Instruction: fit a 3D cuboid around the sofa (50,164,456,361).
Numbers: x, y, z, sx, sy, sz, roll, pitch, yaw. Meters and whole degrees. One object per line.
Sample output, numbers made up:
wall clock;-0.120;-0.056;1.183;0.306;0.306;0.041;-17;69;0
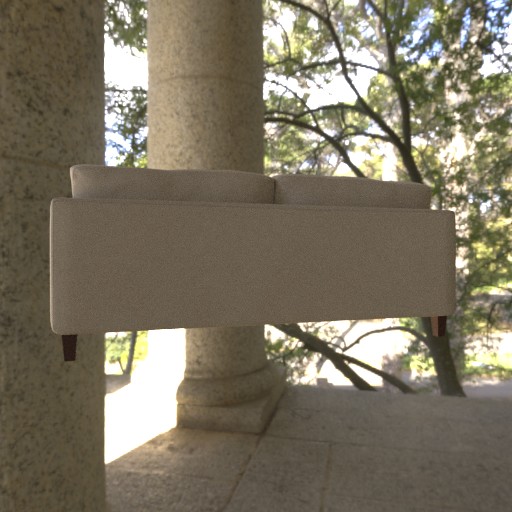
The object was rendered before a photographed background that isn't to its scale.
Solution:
sofa;0.000;0.000;2.694;2.181;0.932;0.948;0;1;-17
